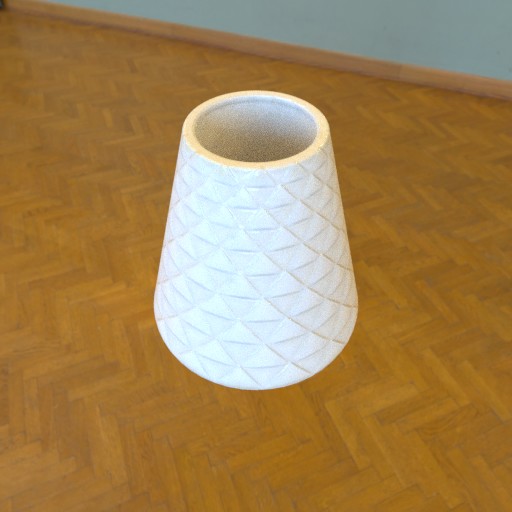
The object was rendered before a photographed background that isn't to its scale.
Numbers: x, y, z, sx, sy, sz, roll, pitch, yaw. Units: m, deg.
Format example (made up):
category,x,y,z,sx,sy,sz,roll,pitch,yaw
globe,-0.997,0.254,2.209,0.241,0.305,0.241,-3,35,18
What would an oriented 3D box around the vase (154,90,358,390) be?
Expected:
category,x,y,z,sx,sy,sz,roll,pitch,yaw
vase,0.000,0.000,0.349,0.175,0.230,0.175,0,47,0
